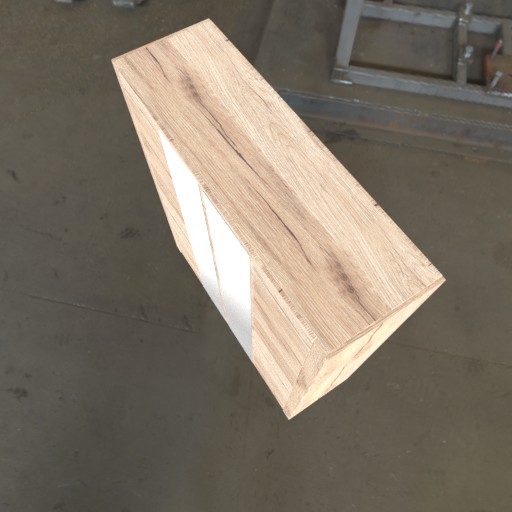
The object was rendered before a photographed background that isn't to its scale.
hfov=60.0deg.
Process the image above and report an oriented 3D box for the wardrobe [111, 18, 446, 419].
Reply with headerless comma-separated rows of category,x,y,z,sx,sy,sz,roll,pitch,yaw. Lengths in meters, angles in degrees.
wardrobe,0.000,0.000,2.908,0.580,2.070,1.810,-30,68,-14
